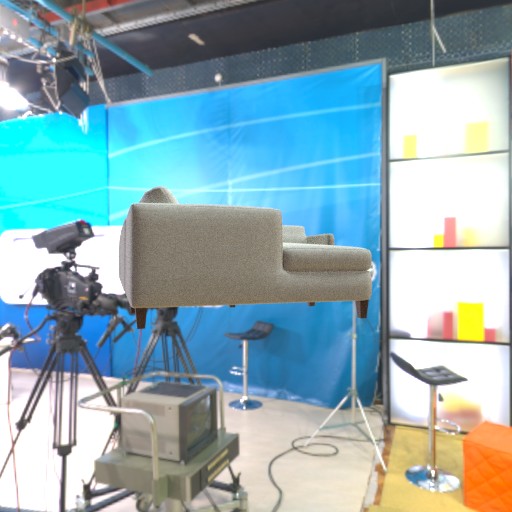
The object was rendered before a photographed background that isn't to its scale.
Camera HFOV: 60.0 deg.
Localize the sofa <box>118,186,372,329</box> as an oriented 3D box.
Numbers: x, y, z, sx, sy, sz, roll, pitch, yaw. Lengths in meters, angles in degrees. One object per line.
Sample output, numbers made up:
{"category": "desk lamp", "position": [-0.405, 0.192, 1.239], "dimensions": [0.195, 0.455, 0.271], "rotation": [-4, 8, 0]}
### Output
{"category": "sofa", "position": [0.000, 0.000, 4.376], "dimensions": [2.551, 0.853, 3.238], "rotation": [0, 0, -18]}
